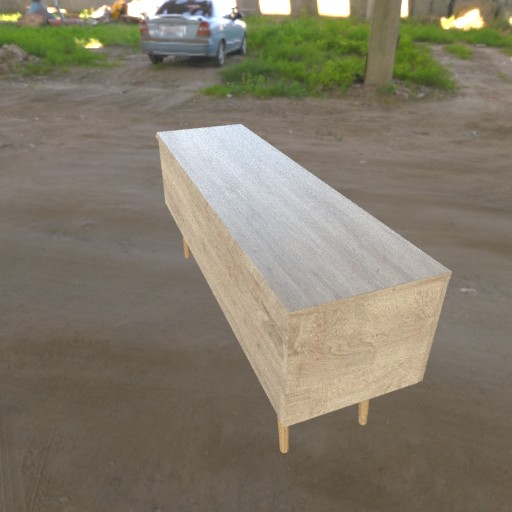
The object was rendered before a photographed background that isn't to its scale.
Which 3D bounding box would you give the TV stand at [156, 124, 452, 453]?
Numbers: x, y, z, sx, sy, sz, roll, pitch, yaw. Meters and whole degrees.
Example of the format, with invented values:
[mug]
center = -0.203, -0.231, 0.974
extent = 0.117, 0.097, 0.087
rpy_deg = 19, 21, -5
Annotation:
[TV stand]
center = 0.000, 0.000, 1.536
extent = 0.401, 0.565, 1.313
rpy_deg = -11, 32, -18
